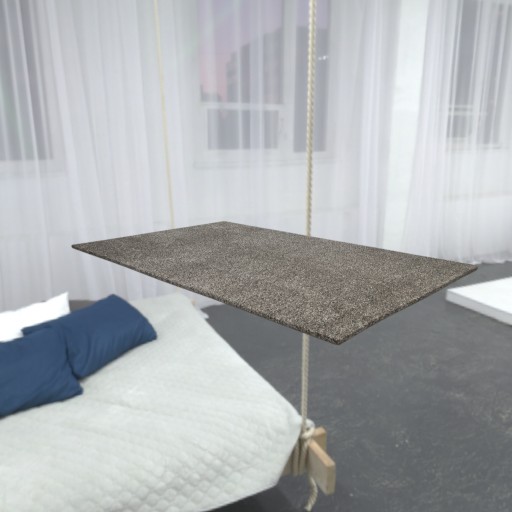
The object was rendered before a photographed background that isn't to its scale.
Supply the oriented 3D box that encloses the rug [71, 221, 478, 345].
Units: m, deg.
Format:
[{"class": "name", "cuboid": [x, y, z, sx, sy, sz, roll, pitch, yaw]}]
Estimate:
[{"class": "rug", "cuboid": [0.000, 0.000, 2.983, 2.352, 0.025, 1.501, 13, 19, 43]}]
